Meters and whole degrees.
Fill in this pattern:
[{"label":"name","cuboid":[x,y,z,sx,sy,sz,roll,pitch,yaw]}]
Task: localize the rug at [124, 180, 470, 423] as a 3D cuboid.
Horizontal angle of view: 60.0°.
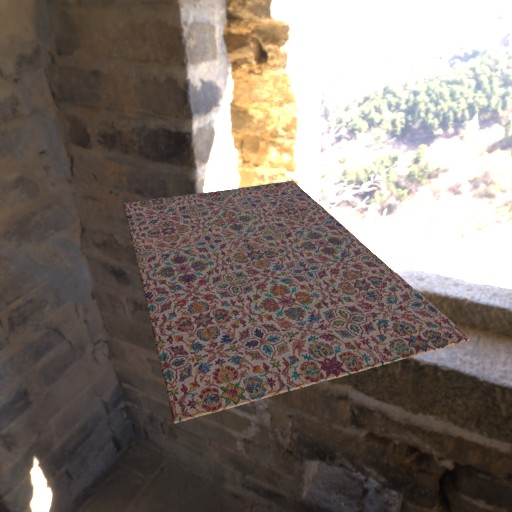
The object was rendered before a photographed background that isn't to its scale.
[{"label":"rug","cuboid":[0.000,0.000,2.992,1.541,0.018,2.297,-10,33,-16]}]
